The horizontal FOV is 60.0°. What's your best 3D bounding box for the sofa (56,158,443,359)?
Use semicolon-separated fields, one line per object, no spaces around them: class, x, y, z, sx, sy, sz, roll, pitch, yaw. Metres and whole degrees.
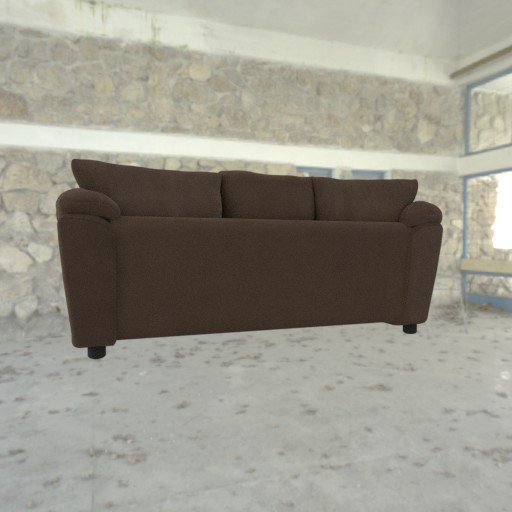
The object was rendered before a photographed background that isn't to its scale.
sofa;0.000;0.000;2.834;2.336;1.015;0.878;0;1;-19
